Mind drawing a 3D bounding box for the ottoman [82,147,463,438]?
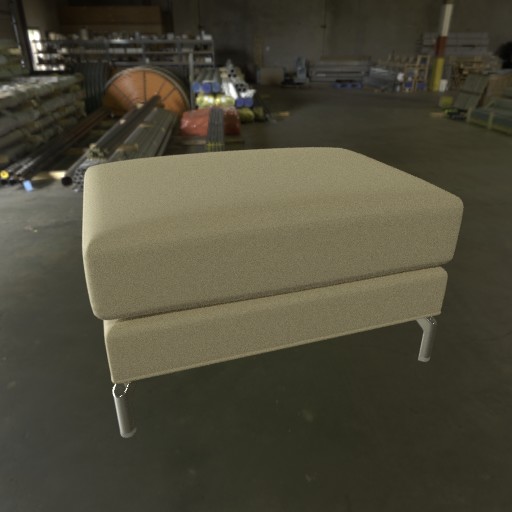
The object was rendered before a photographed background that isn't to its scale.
[{"bbox_3d":[0.000,0.000,1.210,0.835,0.497,0.581,-8,27,-17],"label":"ottoman"}]
